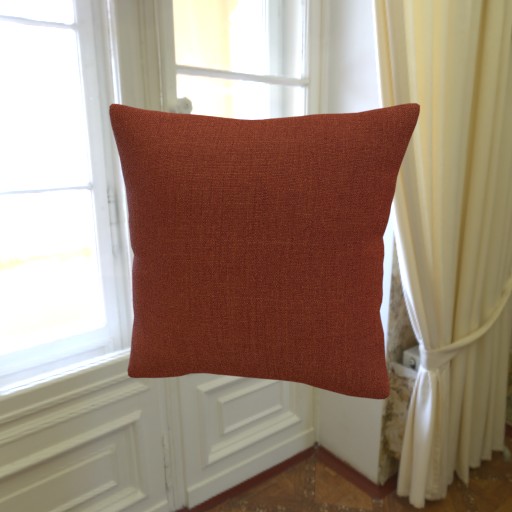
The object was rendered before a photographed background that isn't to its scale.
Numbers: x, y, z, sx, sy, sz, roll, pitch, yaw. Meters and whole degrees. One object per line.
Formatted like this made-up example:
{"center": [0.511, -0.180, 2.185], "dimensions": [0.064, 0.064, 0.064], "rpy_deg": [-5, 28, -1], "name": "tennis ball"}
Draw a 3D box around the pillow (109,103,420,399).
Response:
{"center": [0.000, 0.000, 0.661], "dimensions": [0.429, 0.434, 0.159], "rpy_deg": [2, 15, 7], "name": "pillow"}
